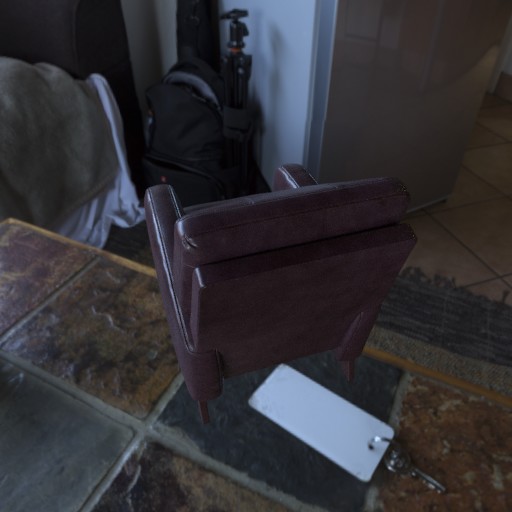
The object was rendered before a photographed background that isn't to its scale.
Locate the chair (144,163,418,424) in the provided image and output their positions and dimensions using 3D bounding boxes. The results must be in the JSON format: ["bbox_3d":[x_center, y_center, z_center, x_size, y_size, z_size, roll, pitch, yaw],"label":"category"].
[{"bbox_3d":[0.000,0.000,1.719,0.762,0.990,0.990,-12,43,-13],"label":"chair"}]
